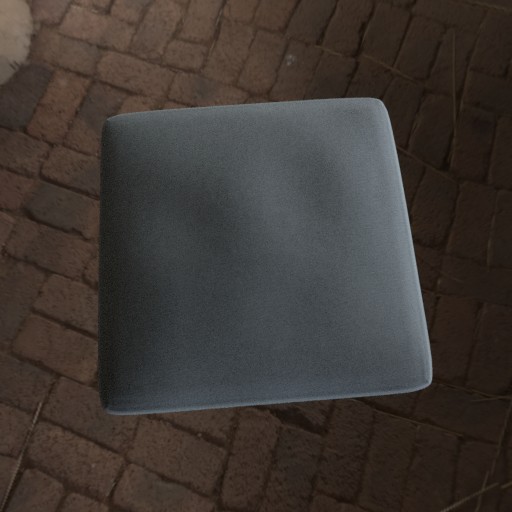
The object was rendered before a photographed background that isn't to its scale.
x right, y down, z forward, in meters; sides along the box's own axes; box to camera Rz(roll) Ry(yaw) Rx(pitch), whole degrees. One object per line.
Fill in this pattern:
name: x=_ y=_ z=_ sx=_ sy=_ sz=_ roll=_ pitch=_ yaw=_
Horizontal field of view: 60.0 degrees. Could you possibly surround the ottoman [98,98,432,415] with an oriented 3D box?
ottoman: x=0.000 y=0.000 z=1.339 sx=0.843 sy=0.441 sz=0.842 roll=-4 pitch=76 yaw=-1
